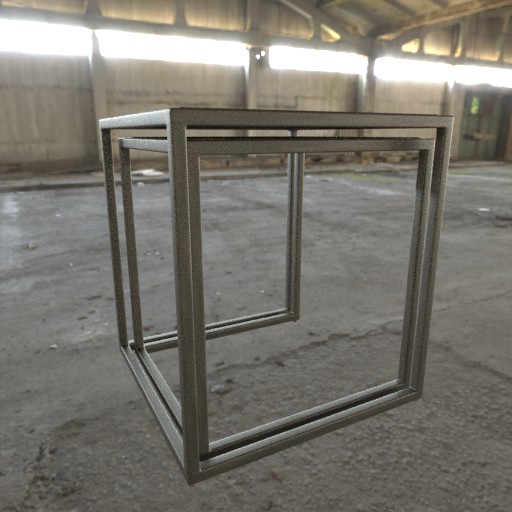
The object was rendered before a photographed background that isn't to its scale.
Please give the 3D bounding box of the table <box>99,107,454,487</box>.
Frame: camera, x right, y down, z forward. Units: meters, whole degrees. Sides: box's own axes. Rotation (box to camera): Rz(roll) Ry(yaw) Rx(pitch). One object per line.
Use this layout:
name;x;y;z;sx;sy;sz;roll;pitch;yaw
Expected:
table;0.000;0.000;0.832;0.449;0.500;0.450;-8;17;-27
